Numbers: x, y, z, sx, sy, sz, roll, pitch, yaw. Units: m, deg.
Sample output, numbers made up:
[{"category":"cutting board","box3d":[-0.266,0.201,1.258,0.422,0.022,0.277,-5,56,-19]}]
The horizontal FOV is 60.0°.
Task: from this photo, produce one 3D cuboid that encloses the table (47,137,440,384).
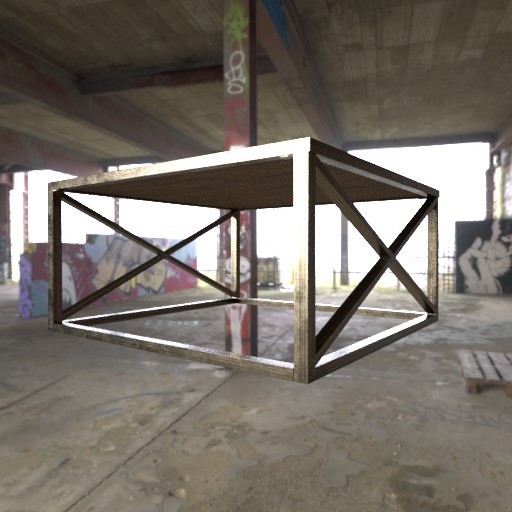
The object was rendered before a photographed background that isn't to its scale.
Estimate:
[{"category":"table","box3d":[0.000,0.000,1.436,0.909,0.451,0.899,1,1,37]}]
